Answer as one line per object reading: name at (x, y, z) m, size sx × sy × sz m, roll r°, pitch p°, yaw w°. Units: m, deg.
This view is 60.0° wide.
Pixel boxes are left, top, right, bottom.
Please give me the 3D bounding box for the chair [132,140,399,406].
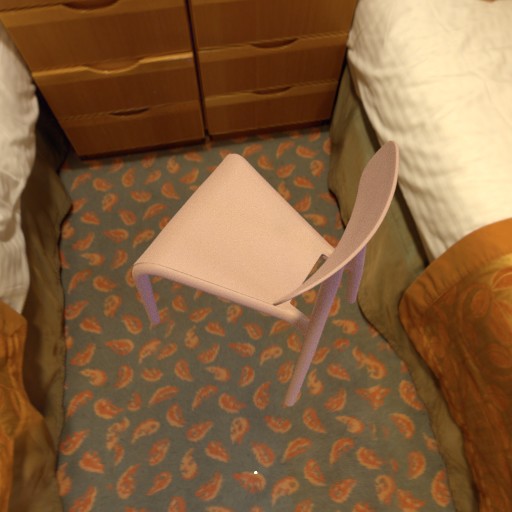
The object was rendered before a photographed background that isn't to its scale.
chair at (0.000, 0.000, 0.850) m, size 0.401 × 0.580 × 0.356 m, roll 31°, pitch 68°, yaw 14°
